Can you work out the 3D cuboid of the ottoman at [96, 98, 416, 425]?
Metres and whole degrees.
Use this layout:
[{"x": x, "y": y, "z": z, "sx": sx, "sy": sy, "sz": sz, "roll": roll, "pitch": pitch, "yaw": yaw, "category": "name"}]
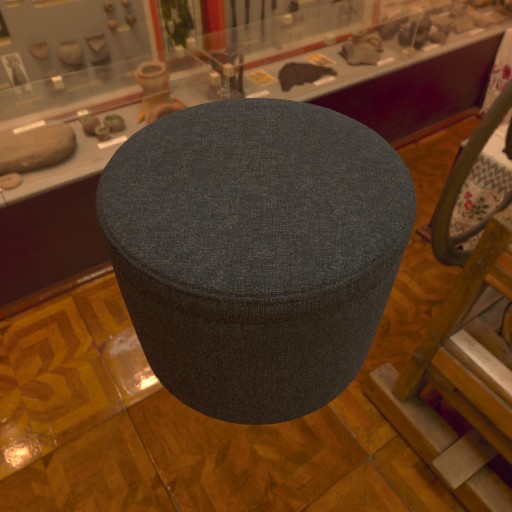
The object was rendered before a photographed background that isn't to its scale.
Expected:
[{"x": 0.000, "y": 0.000, "z": 0.867, "sx": 0.520, "sy": 0.430, "sz": 0.520, "roll": 0, "pitch": 48, "yaw": 0, "category": "ottoman"}]
